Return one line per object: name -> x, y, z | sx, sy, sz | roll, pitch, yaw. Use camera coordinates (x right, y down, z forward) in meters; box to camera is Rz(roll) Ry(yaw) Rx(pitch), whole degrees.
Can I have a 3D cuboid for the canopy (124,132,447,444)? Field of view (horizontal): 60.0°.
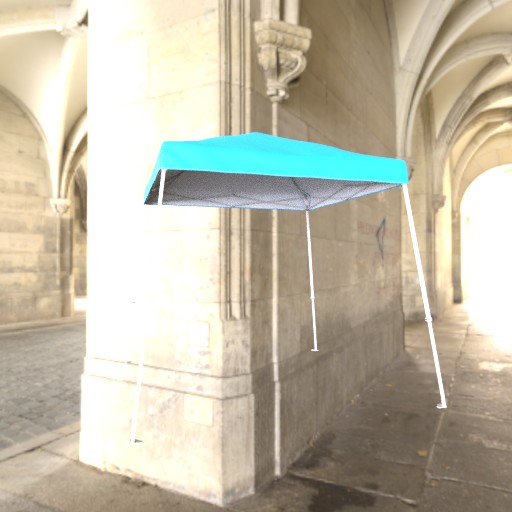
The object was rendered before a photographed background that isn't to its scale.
canopy -> 0.000, 0.000, 5.092 | 2.848, 2.849, 2.849 | 0, -1, -17
